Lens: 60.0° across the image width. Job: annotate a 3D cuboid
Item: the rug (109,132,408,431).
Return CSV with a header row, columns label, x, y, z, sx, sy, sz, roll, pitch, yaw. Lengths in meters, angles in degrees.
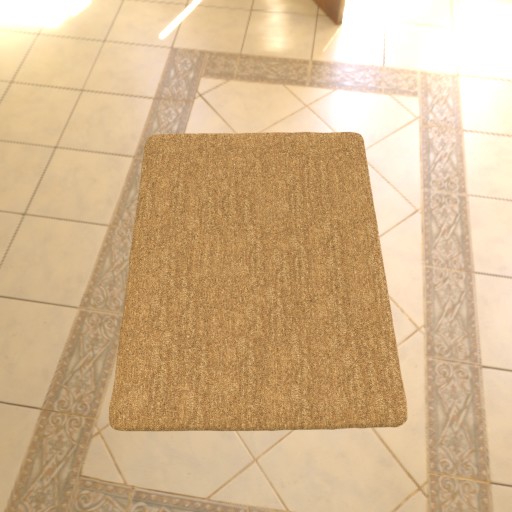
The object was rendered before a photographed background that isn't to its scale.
label,x,y,z,sx,sy,sz,roll,pitch,yaw
rug,0.000,0.000,3.900,2.242,0.050,2.873,-1,63,0
